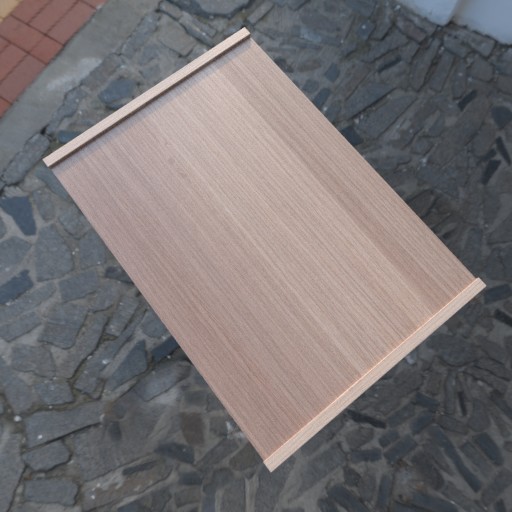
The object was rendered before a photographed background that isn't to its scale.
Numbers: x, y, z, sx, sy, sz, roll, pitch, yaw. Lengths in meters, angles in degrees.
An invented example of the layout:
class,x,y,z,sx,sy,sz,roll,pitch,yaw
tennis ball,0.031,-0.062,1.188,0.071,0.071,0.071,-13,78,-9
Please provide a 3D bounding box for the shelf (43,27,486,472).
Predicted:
class,x,y,z,sx,sy,sz,roll,pitch,yaw
shelf,0.000,0.000,0.631,0.290,0.305,0.415,-37,78,-9
